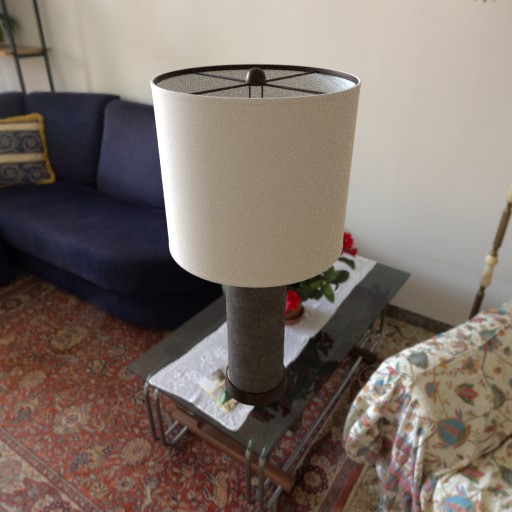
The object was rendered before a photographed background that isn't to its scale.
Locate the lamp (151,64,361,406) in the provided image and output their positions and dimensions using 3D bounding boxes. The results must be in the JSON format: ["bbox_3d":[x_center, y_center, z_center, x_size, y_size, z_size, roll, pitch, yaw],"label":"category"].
[{"bbox_3d":[0.000,0.000,0.798,0.301,0.630,0.301,-1,31,-1],"label":"lamp"}]
